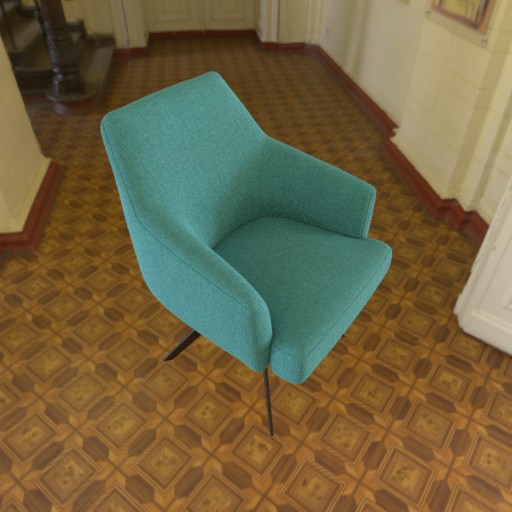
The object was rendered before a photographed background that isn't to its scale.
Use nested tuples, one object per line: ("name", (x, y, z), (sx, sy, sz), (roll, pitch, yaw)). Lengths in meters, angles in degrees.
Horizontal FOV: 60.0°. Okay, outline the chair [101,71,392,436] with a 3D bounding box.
("chair", (0.000, 0.000, 1.341), (0.677, 0.874, 0.642), (25, 46, 27))
